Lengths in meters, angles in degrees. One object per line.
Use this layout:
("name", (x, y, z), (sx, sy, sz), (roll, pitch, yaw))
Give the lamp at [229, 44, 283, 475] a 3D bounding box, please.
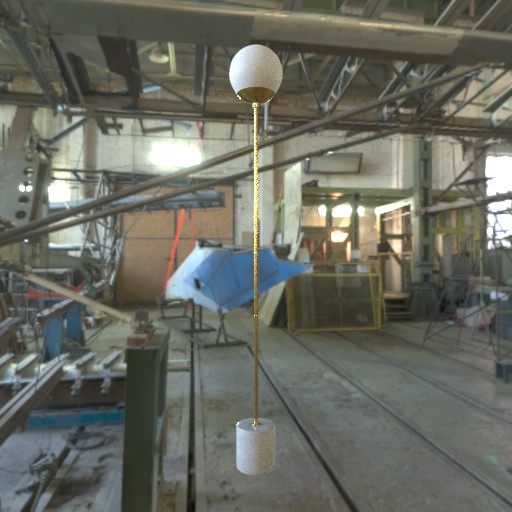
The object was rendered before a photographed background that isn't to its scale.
("lamp", (0.000, 0.000, 1.856), (0.224, 1.753, 0.224), (0, -1, 36))
